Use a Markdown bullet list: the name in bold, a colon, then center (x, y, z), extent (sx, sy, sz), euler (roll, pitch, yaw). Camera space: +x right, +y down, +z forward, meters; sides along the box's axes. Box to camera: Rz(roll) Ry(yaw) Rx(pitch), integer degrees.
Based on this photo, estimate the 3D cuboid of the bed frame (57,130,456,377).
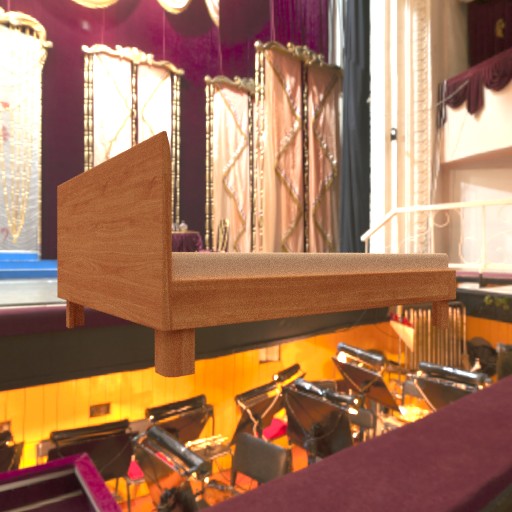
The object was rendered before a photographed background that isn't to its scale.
- **bed frame**: center (0.000, 0.000, 2.933), extent (2.092, 0.940, 1.660), euler (0, 0, -37)
